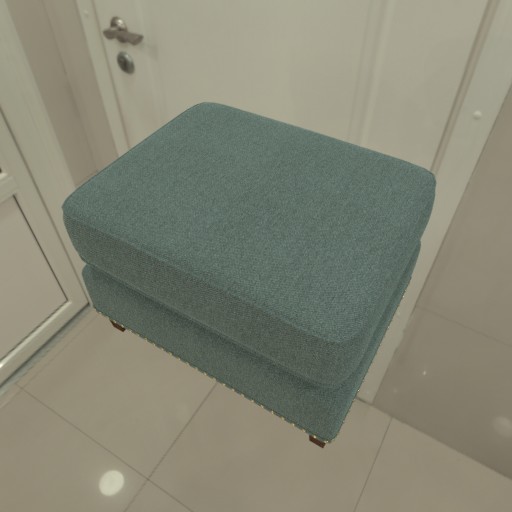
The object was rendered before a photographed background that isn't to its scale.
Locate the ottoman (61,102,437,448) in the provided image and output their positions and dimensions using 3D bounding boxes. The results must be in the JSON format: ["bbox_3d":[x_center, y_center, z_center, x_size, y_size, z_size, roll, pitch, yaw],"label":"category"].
[{"bbox_3d":[0.000,0.000,1.160,0.738,0.537,0.589,24,52,20],"label":"ottoman"}]
